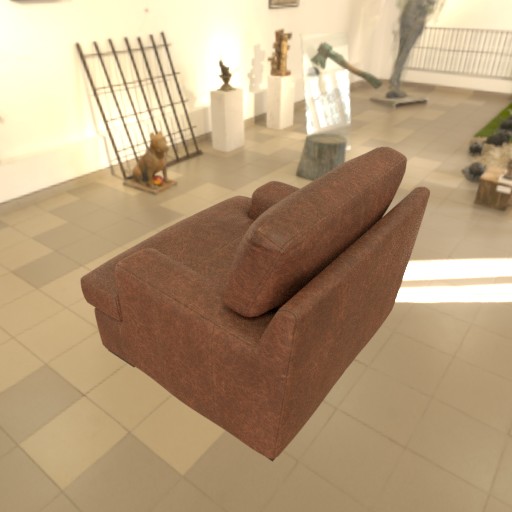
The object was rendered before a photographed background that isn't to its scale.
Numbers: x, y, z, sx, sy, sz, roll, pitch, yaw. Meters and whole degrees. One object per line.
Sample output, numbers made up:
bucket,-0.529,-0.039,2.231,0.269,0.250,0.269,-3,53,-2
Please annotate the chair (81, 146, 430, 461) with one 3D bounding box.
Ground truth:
chair,0.000,0.000,2.027,1.143,0.939,1.168,22,38,31
